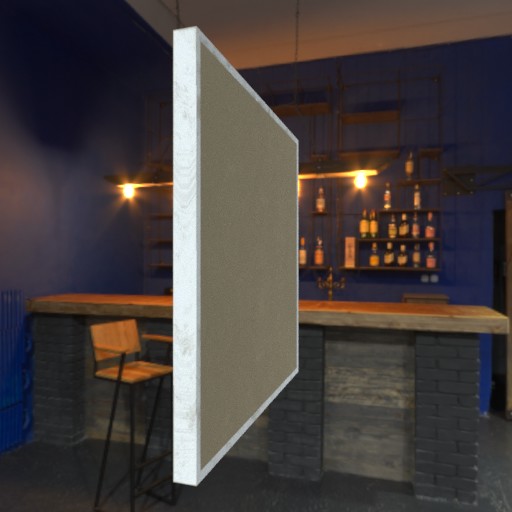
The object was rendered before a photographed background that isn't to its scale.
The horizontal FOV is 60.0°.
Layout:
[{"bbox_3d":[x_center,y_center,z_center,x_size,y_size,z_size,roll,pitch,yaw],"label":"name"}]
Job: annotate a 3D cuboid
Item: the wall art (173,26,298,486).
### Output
[{"bbox_3d":[0.000,0.000,0.733,0.029,0.506,0.508,0,0,18],"label":"wall art"}]
